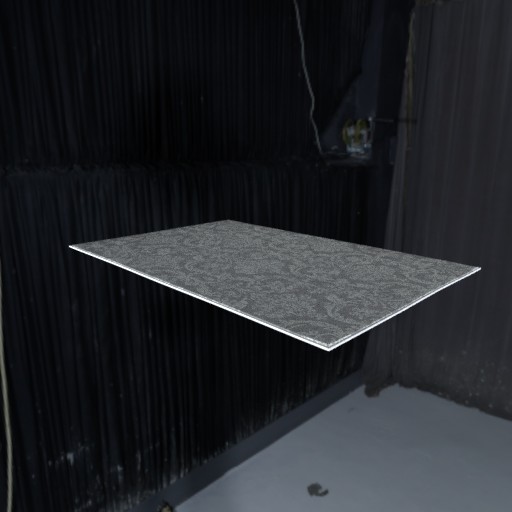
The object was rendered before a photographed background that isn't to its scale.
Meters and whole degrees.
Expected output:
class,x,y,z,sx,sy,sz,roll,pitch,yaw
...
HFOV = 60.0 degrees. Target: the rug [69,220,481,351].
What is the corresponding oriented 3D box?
class,x,y,z,sx,sy,sz,roll,pitch,yaw
rug,0.000,0.000,3.496,1.819,0.018,2.746,-14,20,-43
